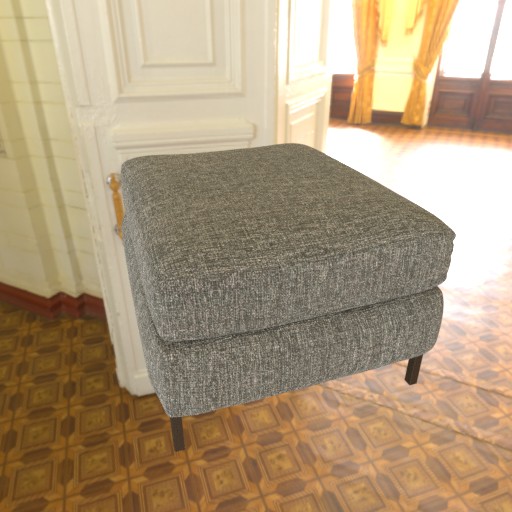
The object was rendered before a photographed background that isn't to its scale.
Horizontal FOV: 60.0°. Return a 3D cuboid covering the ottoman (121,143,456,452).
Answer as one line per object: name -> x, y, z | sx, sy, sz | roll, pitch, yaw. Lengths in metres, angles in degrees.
ottoman -> 0.000, 0.000, 1.226 | 0.683, 0.480, 0.828 | -9, 30, -17
